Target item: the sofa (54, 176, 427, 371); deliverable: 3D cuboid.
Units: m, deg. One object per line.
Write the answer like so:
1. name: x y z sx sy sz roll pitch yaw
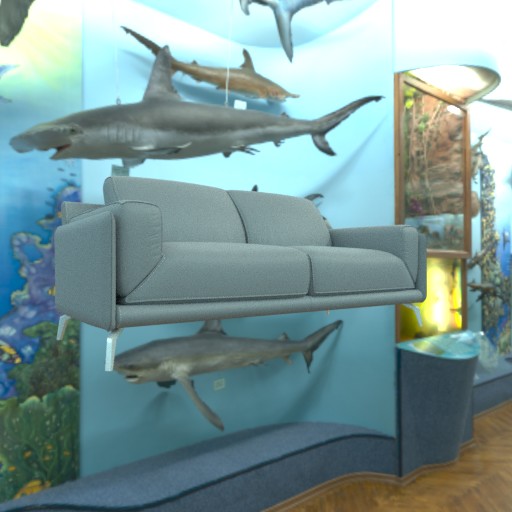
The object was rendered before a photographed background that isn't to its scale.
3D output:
1. sofa: 0.000 0.000 2.633 2.100 0.900 0.969 1 -2 -37
